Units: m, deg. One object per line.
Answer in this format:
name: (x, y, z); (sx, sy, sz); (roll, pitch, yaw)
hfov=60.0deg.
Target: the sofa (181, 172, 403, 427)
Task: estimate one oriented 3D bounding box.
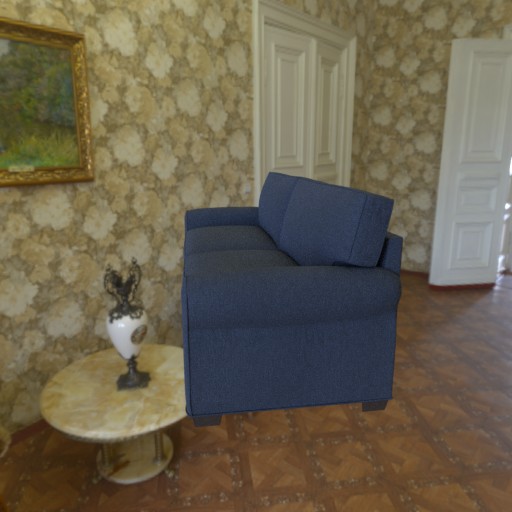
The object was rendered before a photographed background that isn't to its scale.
sofa: (0.000, 0.000, 2.921); (0.954, 1.026, 2.391); (-2, 13, -8)
